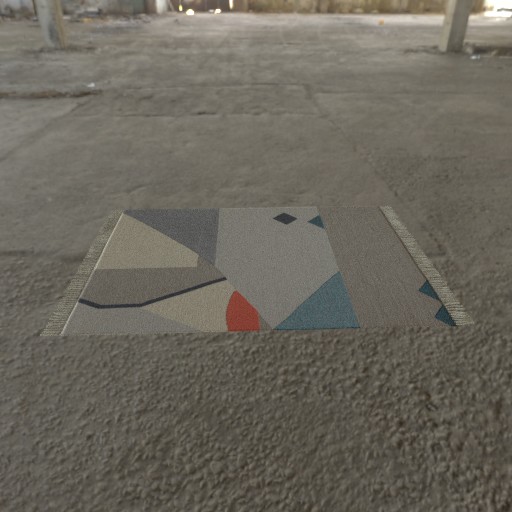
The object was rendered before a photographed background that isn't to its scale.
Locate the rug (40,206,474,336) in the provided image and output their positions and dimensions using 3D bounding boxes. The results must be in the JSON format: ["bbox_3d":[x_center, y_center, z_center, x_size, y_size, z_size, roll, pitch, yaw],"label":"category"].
[{"bbox_3d":[0.000,0.000,2.374,1.828,0.005,1.220,-1,31,-2],"label":"rug"}]
